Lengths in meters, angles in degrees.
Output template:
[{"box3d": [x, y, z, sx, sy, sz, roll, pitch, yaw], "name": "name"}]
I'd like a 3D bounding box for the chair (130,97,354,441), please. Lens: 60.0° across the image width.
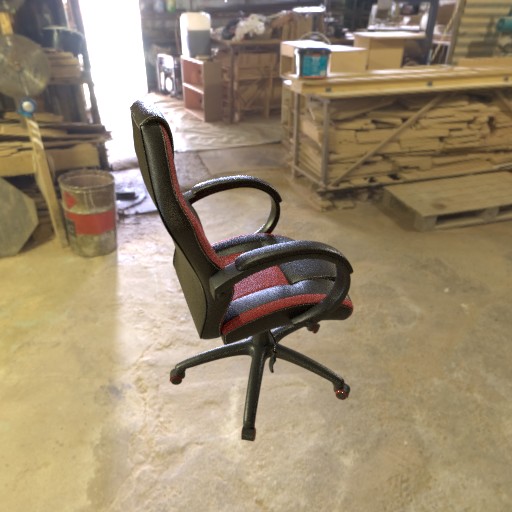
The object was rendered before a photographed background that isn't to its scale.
[{"box3d": [0.000, 0.000, 1.717, 0.783, 1.189, 0.750, -10, 32, -17], "name": "chair"}]
